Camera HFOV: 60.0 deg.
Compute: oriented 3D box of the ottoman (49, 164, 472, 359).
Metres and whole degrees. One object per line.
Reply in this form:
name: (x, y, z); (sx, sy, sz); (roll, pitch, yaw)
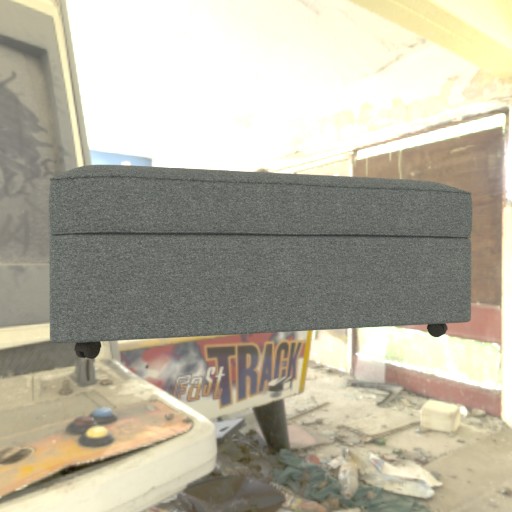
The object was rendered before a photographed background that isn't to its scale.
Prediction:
ottoman: (0.000, 0.000, 1.475); (1.173, 0.494, 0.681); (0, 1, -16)
